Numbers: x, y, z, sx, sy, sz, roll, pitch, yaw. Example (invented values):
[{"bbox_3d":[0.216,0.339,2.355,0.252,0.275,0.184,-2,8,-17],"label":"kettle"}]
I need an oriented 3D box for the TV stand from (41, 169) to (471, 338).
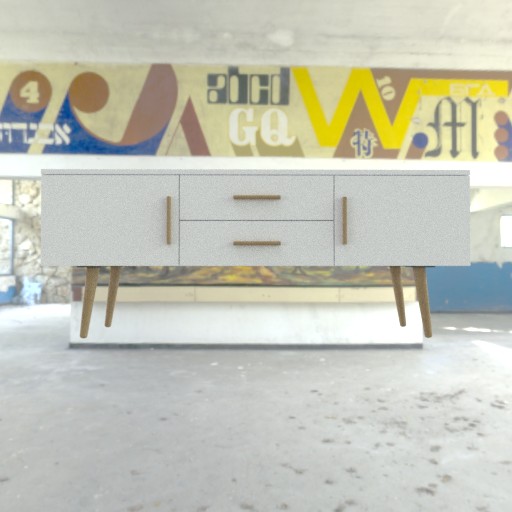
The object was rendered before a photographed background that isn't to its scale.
[{"bbox_3d":[0.000,0.000,1.621,1.398,0.560,0.401,0,-1,-1],"label":"TV stand"}]
